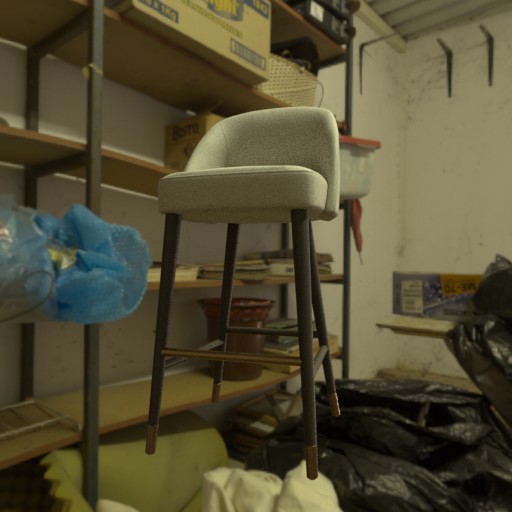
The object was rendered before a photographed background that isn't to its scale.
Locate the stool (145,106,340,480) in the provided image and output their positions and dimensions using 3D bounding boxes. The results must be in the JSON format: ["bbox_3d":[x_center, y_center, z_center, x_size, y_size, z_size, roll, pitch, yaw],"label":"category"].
[{"bbox_3d":[0.000,0.000,1.328,0.494,1.037,0.509,0,0,18],"label":"stool"}]
